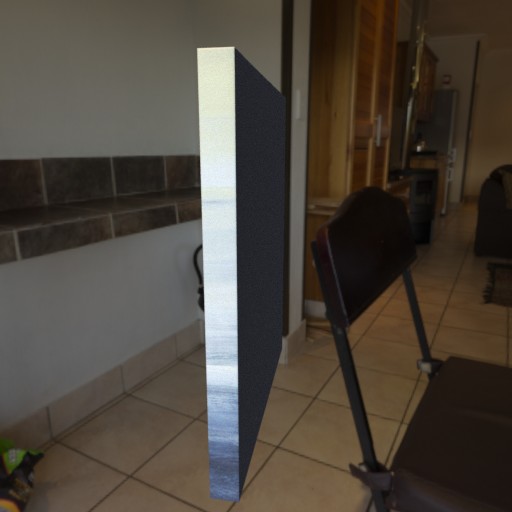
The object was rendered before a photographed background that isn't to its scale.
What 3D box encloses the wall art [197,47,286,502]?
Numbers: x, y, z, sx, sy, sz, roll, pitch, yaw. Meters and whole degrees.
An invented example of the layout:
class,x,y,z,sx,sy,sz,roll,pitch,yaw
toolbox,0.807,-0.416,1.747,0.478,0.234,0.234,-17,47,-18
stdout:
class,x,y,z,sx,sy,sz,roll,pitch,yaw
wall art,0.000,0.000,0.690,0.037,0.511,0.435,2,14,10
